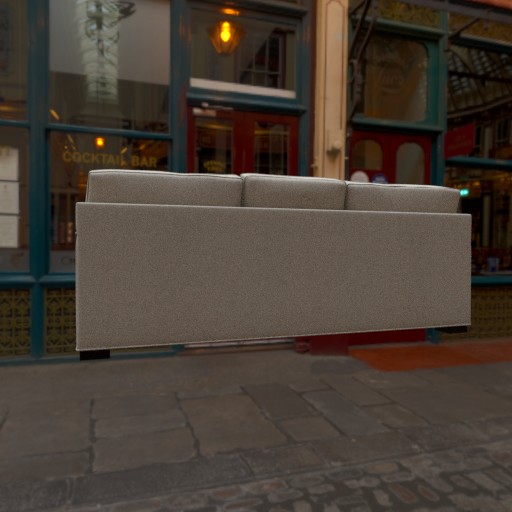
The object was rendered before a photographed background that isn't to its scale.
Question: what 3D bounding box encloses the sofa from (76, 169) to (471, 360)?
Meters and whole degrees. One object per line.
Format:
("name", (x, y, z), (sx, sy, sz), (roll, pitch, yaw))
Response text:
("sofa", (0.000, 0.000, 2.887), (2.087, 0.861, 1.496), (0, 1, -18))
